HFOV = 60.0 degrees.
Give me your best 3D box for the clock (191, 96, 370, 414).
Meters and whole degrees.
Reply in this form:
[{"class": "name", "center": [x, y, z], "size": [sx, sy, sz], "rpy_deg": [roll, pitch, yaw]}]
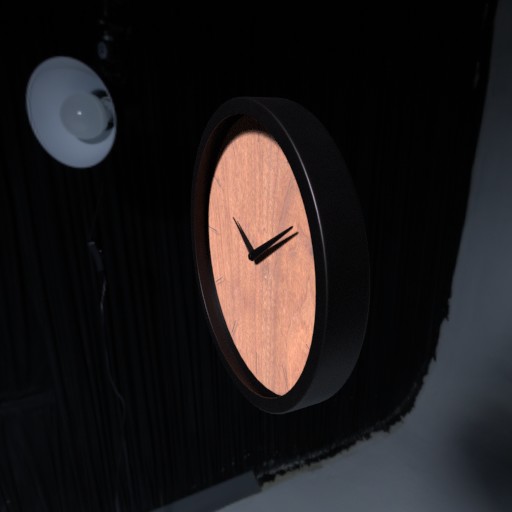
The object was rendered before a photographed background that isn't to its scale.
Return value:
[{"class": "clock", "center": [0.000, 0.000, 0.465], "size": [0.040, 0.314, 0.314], "rpy_deg": [-8, 18, -25]}]
